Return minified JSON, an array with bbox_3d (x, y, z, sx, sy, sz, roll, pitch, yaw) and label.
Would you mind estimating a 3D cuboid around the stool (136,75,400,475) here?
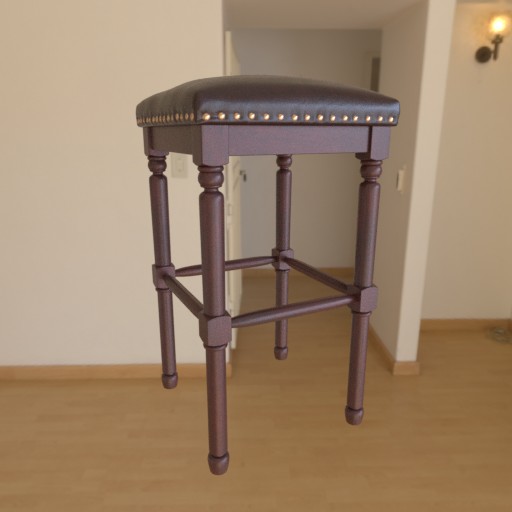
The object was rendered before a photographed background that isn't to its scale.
[{"bbox_3d":[0.000,0.000,0.932,0.383,0.702,0.382,-8,17,-26],"label":"stool"}]
